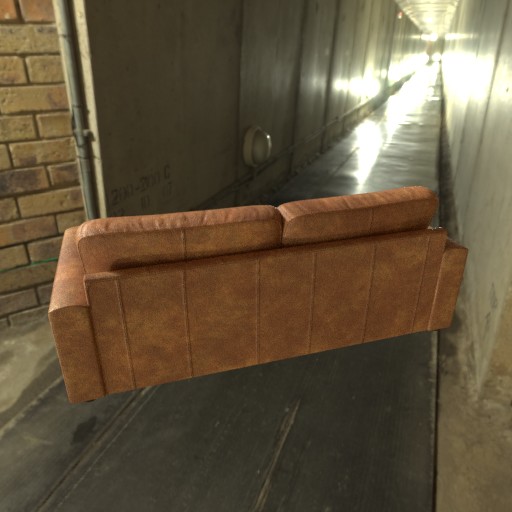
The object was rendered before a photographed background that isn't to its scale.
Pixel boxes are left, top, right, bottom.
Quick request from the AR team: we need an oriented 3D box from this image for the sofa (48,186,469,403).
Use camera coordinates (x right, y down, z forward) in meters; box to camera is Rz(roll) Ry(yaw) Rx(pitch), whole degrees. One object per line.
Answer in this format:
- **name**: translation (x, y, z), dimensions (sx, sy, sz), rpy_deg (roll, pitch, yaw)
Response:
- **sofa**: translation (0.000, 0.000, 2.662), dimensions (2.179, 0.873, 1.016), rpy_deg (-8, 27, -15)
